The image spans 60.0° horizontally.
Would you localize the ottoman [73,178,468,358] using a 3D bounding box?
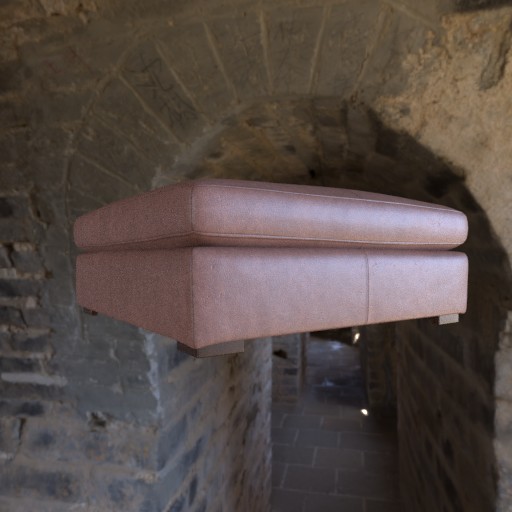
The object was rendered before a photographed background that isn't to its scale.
[{"bbox_3d":[0.000,0.000,1.778,1.168,0.490,1.168,0,0,-35],"label":"ottoman"}]
